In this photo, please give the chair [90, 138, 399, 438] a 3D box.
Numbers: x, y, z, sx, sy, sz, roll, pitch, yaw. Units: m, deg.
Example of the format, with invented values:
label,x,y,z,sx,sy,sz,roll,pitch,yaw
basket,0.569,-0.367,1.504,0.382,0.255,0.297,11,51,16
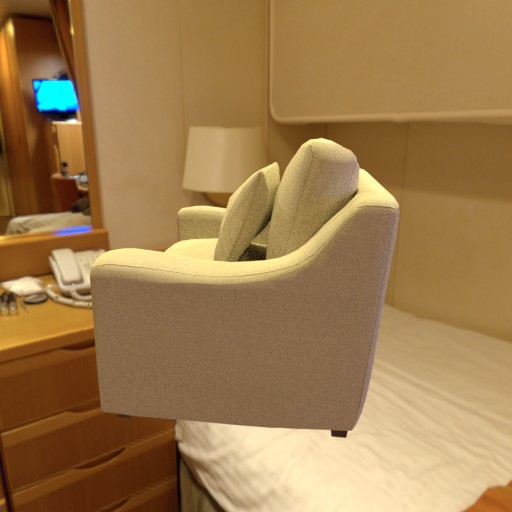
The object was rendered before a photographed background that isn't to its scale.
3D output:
label,x,y,z,sx,sy,sz,roll,pitch,yaw
chair,0.000,0.000,1.979,1.009,1.016,1.178,2,16,8
